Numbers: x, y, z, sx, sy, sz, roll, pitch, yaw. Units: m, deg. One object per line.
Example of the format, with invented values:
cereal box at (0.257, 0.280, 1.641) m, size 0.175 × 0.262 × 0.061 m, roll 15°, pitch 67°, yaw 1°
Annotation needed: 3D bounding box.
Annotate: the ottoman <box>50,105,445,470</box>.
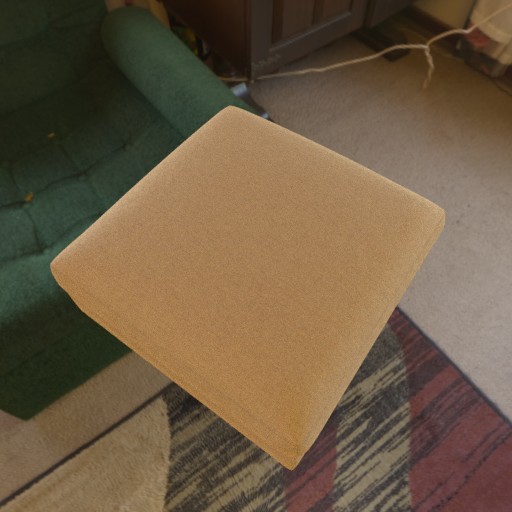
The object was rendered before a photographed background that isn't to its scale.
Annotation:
ottoman at (0.000, 0.000, 1.662) m, size 1.041 × 0.470 × 1.041 m, roll 31°, pitch 63°, yaw 18°
